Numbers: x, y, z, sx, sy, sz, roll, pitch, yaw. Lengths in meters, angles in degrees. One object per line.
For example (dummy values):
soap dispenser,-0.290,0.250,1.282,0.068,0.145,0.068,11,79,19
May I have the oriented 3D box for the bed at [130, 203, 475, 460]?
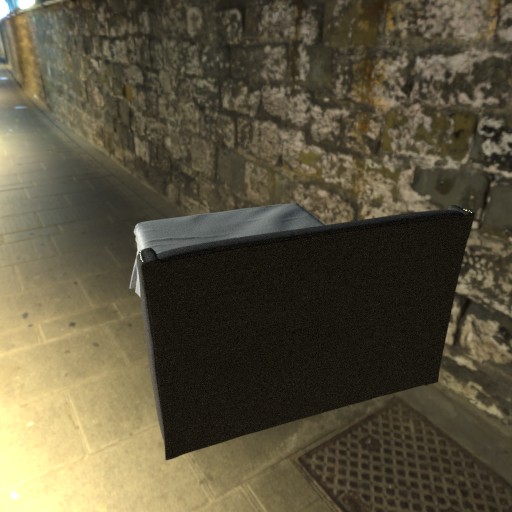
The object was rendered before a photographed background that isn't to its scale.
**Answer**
bed,0.000,0.000,3.500,1.925,1.332,2.276,-9,28,-17
